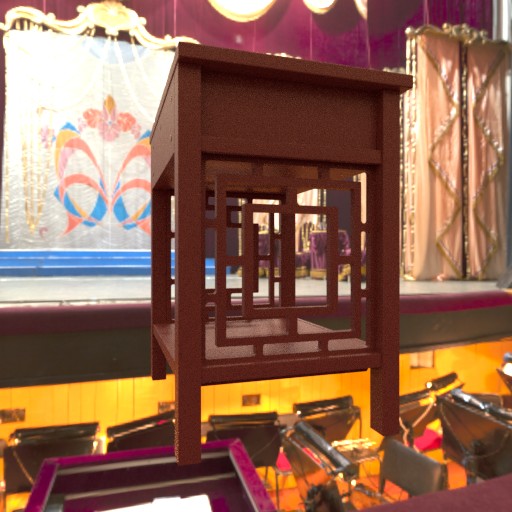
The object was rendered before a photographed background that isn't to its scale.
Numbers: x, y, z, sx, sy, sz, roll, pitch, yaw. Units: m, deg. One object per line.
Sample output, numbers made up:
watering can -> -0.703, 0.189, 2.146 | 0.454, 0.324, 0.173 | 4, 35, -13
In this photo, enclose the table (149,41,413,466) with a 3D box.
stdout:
table -> 0.000, 0.000, 1.058 | 0.451, 0.686, 0.599 | 0, 0, -18
